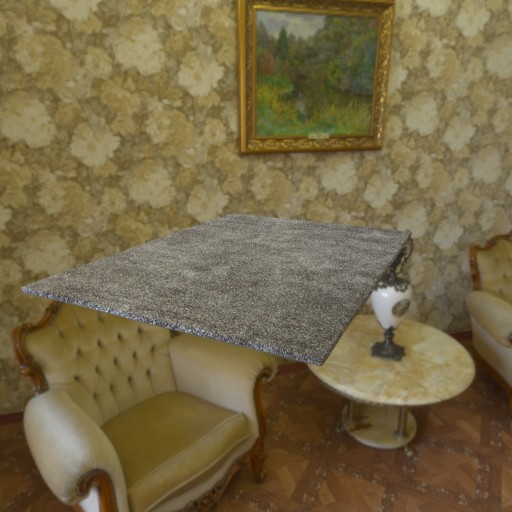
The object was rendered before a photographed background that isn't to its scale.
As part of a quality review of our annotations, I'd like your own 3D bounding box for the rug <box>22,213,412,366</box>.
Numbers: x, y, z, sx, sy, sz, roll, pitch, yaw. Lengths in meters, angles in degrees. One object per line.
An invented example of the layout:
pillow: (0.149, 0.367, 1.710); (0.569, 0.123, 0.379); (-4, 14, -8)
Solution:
rug: (0.000, 0.000, 2.114); (1.198, 0.025, 1.601); (8, 19, 25)
